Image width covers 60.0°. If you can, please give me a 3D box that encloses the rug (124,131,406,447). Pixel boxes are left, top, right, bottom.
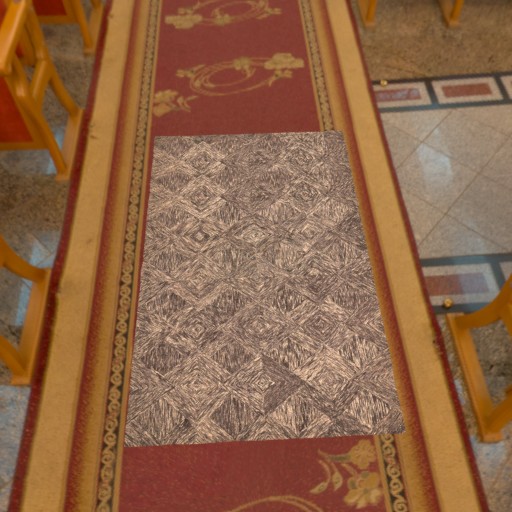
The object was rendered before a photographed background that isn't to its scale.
[{"bbox_3d":[0.000,0.000,2.321,1.189,0.011,1.808,-2,59,-1],"label":"rug"}]
